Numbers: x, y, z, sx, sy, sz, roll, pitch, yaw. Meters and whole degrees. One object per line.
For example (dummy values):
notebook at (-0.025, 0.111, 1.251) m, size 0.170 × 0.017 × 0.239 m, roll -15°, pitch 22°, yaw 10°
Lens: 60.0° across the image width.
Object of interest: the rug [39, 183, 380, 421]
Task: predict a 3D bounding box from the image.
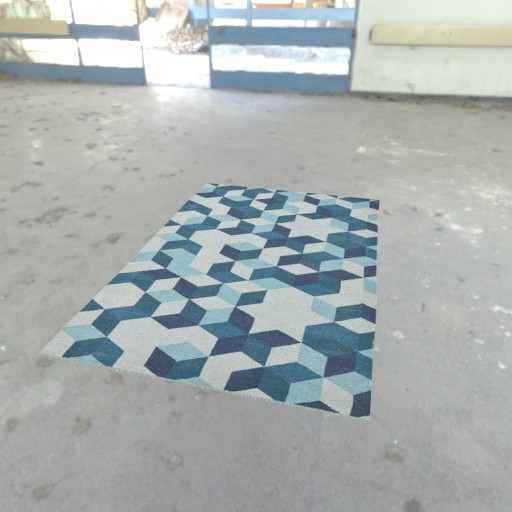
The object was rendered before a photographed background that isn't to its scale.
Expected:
rug at (0.000, 0.000, 2.302) m, size 1.235 × 0.014 × 1.829 m, roll 8°, pitch 31°, yaw 13°
